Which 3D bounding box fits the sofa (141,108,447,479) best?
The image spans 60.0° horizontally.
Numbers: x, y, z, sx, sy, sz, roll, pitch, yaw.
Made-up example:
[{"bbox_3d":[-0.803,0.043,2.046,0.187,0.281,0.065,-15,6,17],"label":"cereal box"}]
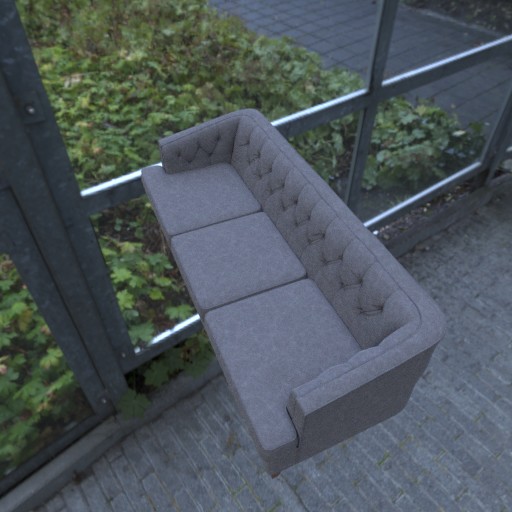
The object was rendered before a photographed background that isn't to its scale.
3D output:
[{"bbox_3d":[0.000,0.000,2.704,0.917,0.806,2.247,-17,48,-16],"label":"sofa"}]
